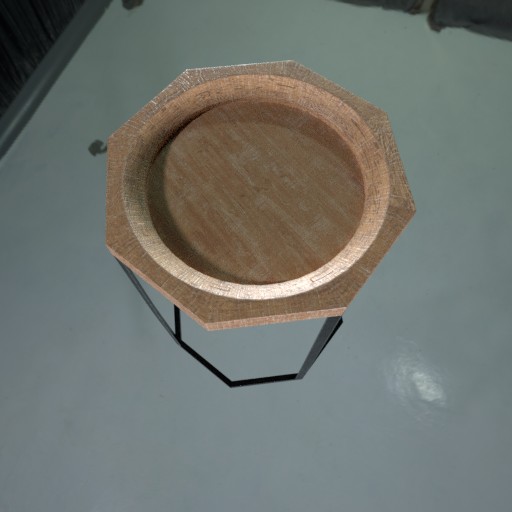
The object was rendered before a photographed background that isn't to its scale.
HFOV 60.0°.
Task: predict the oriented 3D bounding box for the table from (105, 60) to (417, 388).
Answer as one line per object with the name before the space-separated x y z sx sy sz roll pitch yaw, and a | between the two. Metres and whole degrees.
table | 0.000 0.000 0.856 0.437 0.553 0.437 14 67 6
